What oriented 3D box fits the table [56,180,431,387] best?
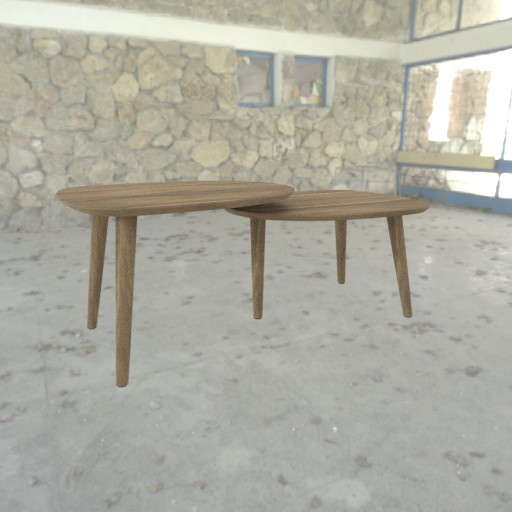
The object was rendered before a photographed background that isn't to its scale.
[{"bbox_3d":[0.000,0.000,1.369,1.084,0.429,0.527,-7,17,-26],"label":"table"}]
